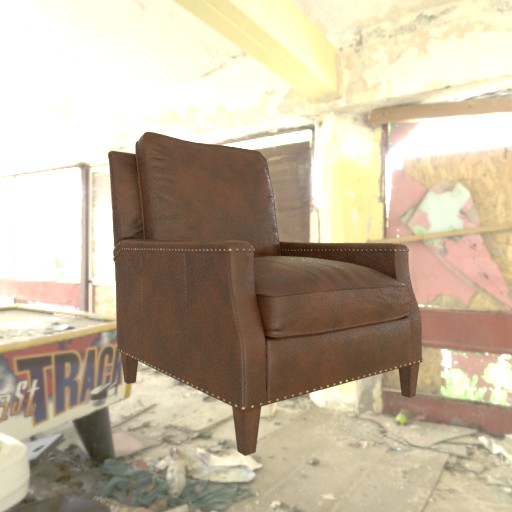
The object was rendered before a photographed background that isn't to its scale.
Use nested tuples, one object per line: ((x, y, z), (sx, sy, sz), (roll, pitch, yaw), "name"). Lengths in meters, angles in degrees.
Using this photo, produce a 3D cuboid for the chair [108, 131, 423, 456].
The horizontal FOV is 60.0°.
((0.000, 0.000, 1.789), (0.854, 1.054, 1.035), (0, 1, -38), "chair")
